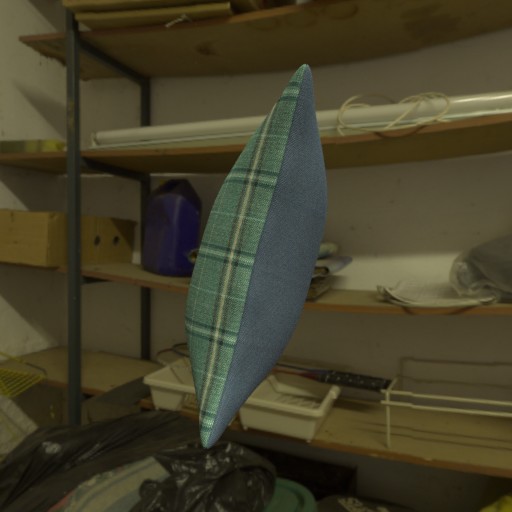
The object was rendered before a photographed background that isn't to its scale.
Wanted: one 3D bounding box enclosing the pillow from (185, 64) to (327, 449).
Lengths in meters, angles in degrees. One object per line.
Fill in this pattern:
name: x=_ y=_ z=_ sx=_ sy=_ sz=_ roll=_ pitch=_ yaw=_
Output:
pillow: x=0.000 y=0.000 z=0.715 sx=0.200 sy=0.430 sz=0.453 roll=0 pitch=1 yaw=1
